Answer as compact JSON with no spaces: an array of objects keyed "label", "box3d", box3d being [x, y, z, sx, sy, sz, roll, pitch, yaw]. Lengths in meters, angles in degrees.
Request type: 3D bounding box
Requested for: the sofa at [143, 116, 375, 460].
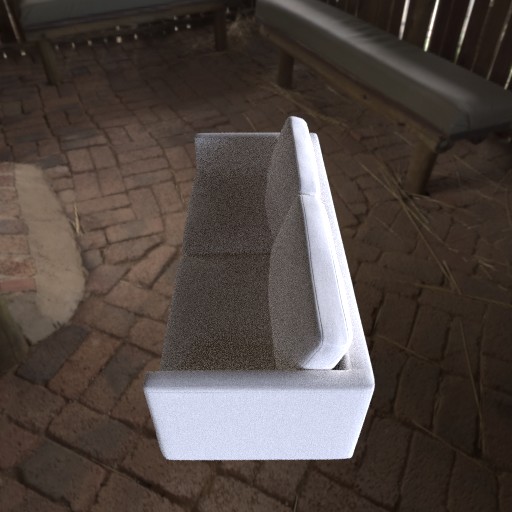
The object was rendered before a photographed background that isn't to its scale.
[{"label":"sofa","box3d":[0.000,0.000,2.638,0.924,0.933,2.139,0,42,0]}]
